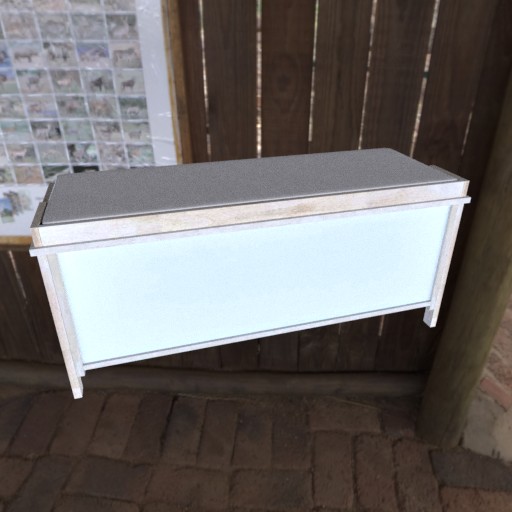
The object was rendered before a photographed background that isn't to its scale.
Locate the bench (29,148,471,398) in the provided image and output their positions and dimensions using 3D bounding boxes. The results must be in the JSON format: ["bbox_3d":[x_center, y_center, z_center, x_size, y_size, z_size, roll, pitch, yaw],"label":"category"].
[{"bbox_3d":[0.000,0.000,1.364,1.140,0.501,0.398,-8,29,-14],"label":"bench"}]
